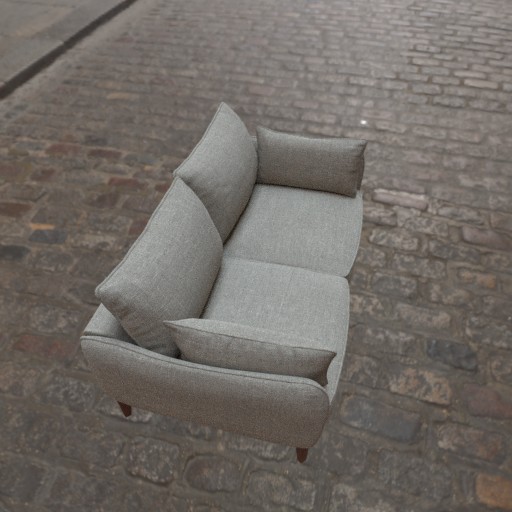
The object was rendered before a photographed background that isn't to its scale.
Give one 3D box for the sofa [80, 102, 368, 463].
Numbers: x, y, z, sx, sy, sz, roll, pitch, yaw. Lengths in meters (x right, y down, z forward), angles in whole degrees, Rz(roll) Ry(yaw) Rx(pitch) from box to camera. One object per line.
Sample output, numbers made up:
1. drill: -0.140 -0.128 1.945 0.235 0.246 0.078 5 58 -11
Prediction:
1. sofa: 0.000 0.000 2.157 0.972 0.851 1.580 10 47 10
